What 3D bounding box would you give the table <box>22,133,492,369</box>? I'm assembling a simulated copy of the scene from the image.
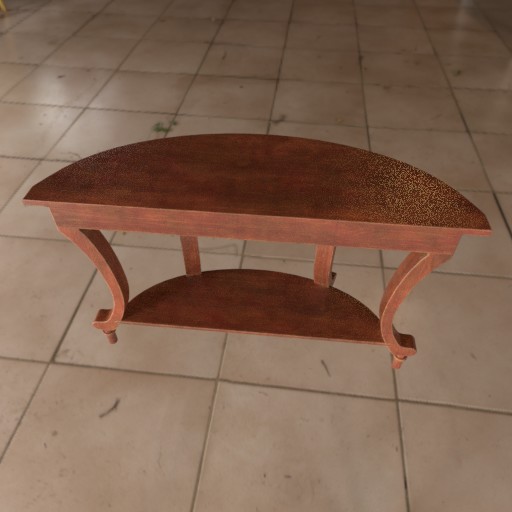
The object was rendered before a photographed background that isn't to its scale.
[{"bbox_3d":[0.000,0.000,1.507,1.198,0.699,0.394,4,46,4],"label":"table"}]
